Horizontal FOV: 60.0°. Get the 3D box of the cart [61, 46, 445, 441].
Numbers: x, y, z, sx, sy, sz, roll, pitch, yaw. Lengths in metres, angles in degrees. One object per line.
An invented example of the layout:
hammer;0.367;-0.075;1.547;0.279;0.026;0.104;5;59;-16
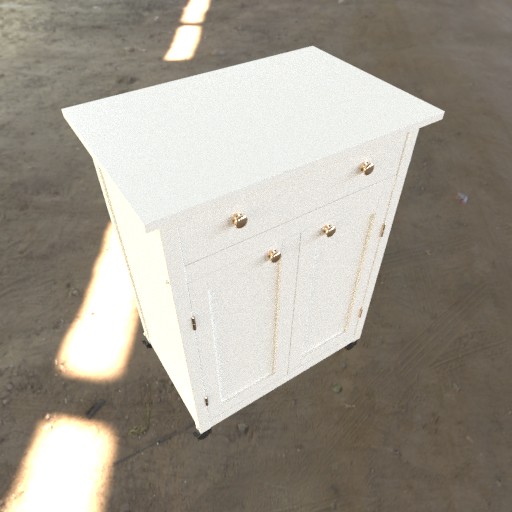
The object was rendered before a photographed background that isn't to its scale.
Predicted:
cart;0.000;0.000;1.229;0.683;0.864;0.442;-24;50;-23
